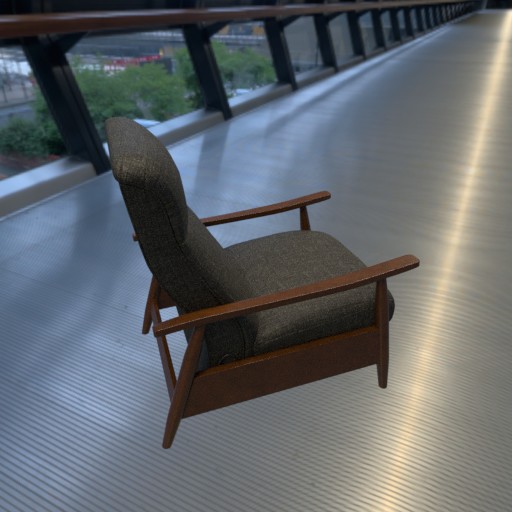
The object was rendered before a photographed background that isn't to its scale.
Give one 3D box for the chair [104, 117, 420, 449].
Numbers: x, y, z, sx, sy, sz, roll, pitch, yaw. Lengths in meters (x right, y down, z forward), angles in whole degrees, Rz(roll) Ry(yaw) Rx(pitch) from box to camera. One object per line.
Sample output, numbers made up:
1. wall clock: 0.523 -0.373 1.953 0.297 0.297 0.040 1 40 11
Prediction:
1. chair: 0.000 0.000 1.820 1.014 1.082 0.762 -9 30 -16
